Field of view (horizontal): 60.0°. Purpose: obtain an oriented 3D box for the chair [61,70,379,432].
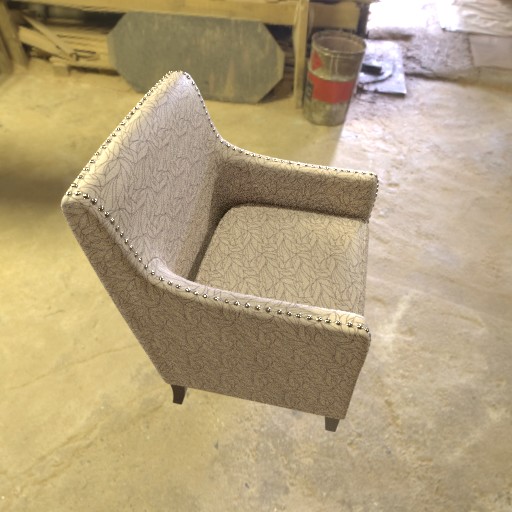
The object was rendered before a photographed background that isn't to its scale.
[{"bbox_3d":[0.000,0.000,1.284,0.651,0.816,0.623,9,46,9],"label":"chair"}]
